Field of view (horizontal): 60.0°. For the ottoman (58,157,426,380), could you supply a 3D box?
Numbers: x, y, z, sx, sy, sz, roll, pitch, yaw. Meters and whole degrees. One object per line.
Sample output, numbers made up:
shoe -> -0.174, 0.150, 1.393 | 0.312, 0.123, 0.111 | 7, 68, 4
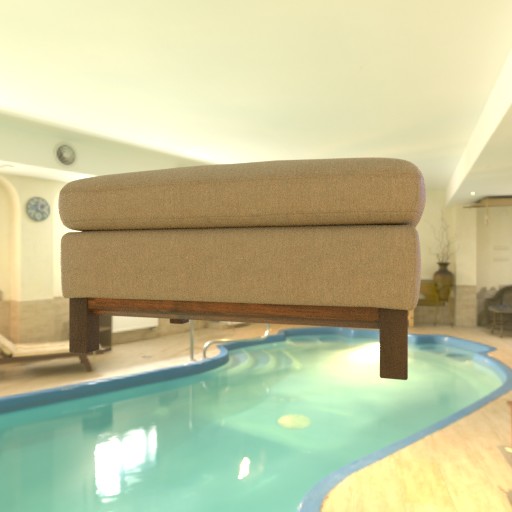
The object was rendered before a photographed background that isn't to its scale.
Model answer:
ottoman -> 0.000, 0.000, 1.044 | 0.735, 0.404, 0.528 | 0, 0, 18
